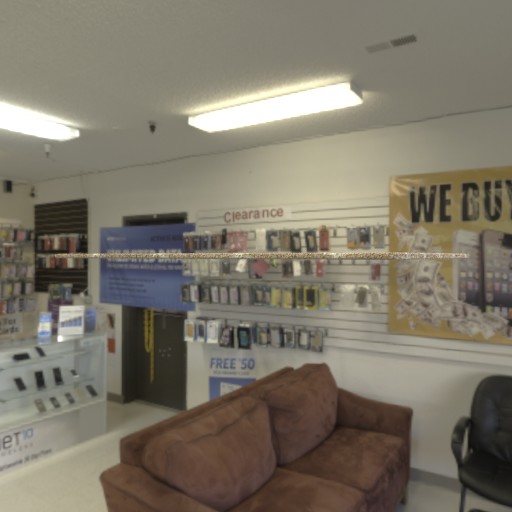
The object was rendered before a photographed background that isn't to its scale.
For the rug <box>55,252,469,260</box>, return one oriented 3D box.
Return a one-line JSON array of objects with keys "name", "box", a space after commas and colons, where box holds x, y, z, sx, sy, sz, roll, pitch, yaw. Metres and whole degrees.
[{"name": "rug", "box": [0.000, 0.000, 3.059, 2.438, 0.030, 1.524, 0, 0, 36]}]
